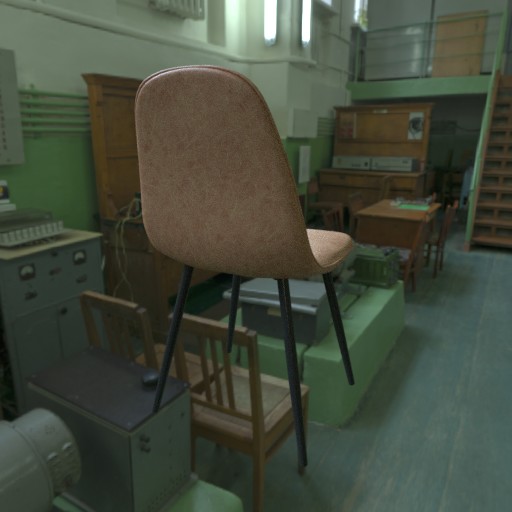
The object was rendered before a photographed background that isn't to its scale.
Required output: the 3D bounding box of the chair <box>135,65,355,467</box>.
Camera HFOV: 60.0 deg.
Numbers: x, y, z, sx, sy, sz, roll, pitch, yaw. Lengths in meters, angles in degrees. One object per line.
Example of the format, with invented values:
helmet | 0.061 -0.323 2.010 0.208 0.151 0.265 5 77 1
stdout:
chair | 0.000 0.000 1.197 0.472 0.889 0.561 8 18 27
